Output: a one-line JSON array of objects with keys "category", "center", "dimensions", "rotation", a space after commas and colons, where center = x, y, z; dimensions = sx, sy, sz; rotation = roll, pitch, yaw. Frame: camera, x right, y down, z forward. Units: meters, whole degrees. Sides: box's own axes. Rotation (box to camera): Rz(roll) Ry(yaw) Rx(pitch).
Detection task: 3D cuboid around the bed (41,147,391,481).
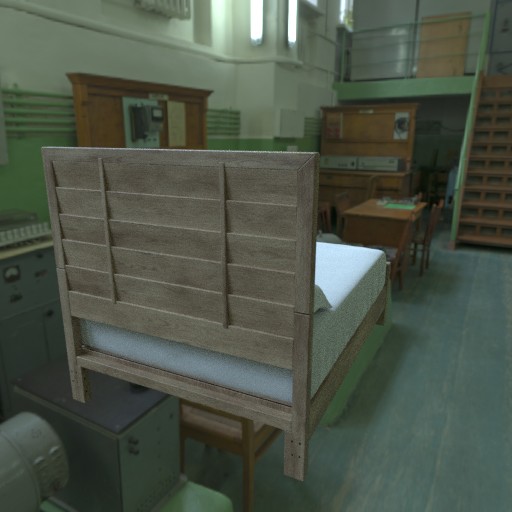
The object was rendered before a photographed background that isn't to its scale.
[{"category": "bed", "center": [0.000, 0.000, 3.319], "dimensions": [1.626, 1.626, 2.197], "rotation": [8, 17, 25]}]
